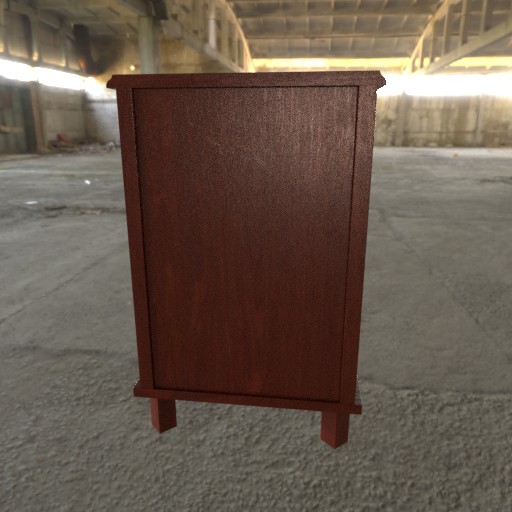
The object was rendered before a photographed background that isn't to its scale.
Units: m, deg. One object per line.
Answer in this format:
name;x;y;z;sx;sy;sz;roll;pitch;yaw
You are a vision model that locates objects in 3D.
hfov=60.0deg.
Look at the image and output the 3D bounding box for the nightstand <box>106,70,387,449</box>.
nightstand;0.000;0.000;0.934;0.435;0.681;0.351;2;16;7
